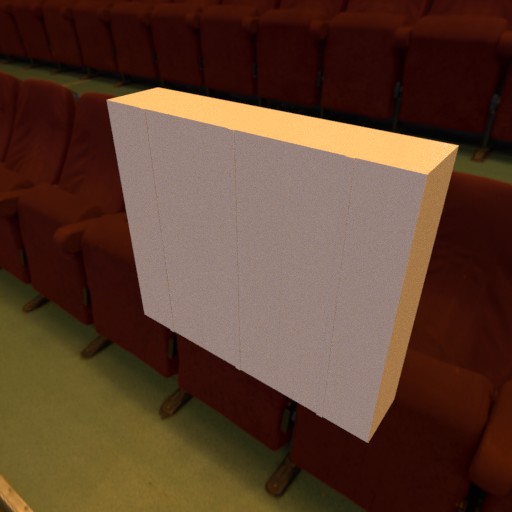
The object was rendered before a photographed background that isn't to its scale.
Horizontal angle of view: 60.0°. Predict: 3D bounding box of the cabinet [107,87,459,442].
[{"bbox_3d":[0.000,0.000,3.873,2.700,2.370,0.590,22,39,30],"label":"cabinet"}]
